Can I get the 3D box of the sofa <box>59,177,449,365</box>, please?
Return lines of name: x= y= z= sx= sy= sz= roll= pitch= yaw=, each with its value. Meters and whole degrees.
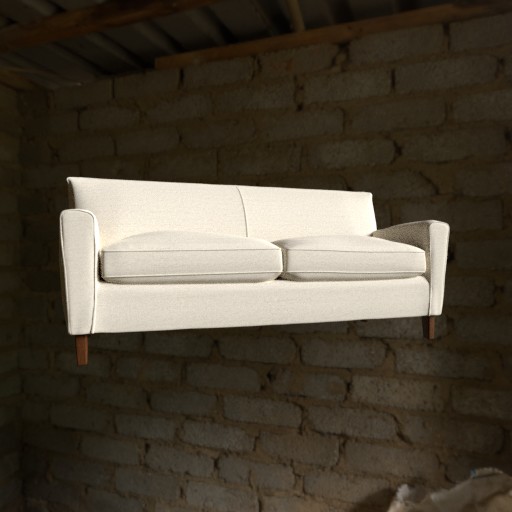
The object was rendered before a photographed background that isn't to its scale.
sofa: x=0.000 y=0.000 z=2.471 sx=2.001 sy=0.907 sz=0.841 roll=0 pitch=0 yaw=-19
